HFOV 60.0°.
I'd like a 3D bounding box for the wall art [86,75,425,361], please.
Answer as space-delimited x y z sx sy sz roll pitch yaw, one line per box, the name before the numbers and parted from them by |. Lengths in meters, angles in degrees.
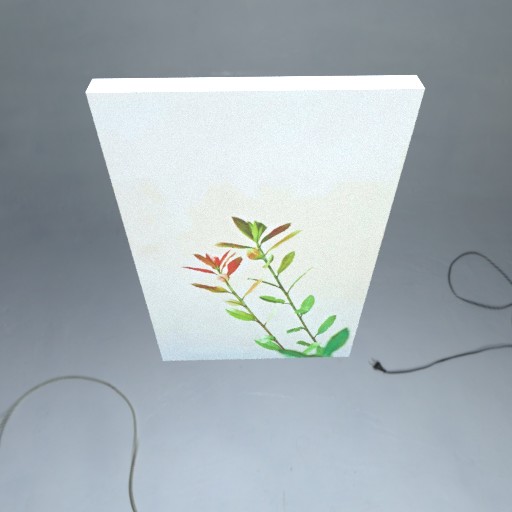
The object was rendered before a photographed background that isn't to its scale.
wall art | 0.000 0.000 0.765 0.408 0.611 0.038 -1 46 -1
